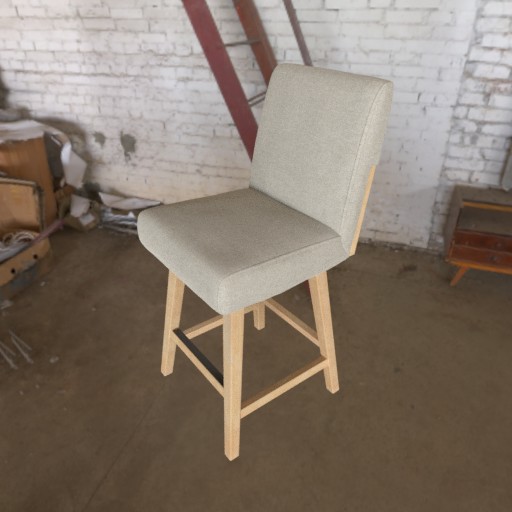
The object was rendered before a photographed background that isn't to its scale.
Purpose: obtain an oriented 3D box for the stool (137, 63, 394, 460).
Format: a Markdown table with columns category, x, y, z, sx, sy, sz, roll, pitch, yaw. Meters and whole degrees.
| category | x | y | z | sx | sy | sz | roll | pitch | yaw |
| --- | --- | --- | --- | --- | --- | --- | --- | --- | --- |
| stool | 0.000 | 0.000 | 1.438 | 0.606 | 1.085 | 0.507 | -21 | 36 | -31 |
